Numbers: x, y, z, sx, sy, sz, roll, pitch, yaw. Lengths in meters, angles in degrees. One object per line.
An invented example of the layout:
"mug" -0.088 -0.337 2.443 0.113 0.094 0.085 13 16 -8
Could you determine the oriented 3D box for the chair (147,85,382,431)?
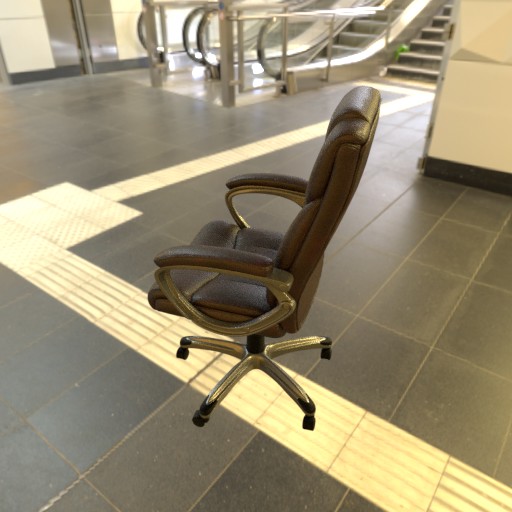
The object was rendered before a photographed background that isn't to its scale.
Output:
"chair" 0.000 0.000 1.551 0.692 1.128 0.656 9 33 15
